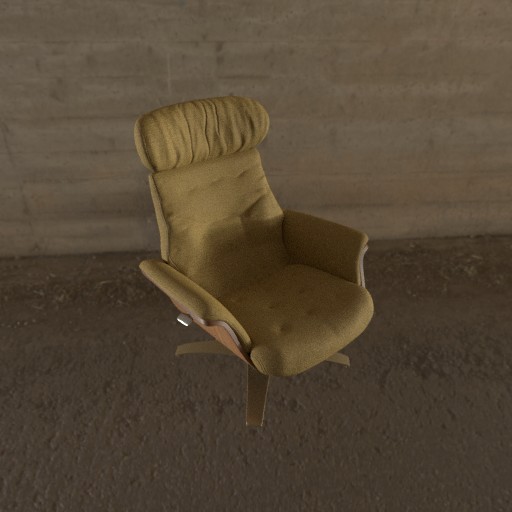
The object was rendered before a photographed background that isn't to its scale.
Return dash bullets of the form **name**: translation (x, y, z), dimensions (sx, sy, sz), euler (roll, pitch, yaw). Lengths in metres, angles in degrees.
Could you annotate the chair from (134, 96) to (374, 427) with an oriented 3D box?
- **chair**: translation (0.000, 0.000, 1.643), dimensions (0.785, 0.995, 0.837), euler (-23, 38, -33)
